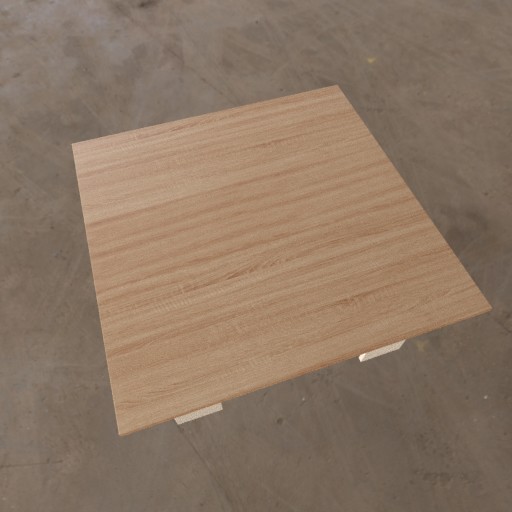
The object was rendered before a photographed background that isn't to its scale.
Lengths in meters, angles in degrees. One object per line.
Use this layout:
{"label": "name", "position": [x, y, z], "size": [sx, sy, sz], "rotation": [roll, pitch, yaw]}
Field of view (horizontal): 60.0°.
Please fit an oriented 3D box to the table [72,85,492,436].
{"label": "table", "position": [0.000, 0.000, 1.036], "size": [0.670, 0.305, 0.670], "rotation": [-16, 59, -10]}
